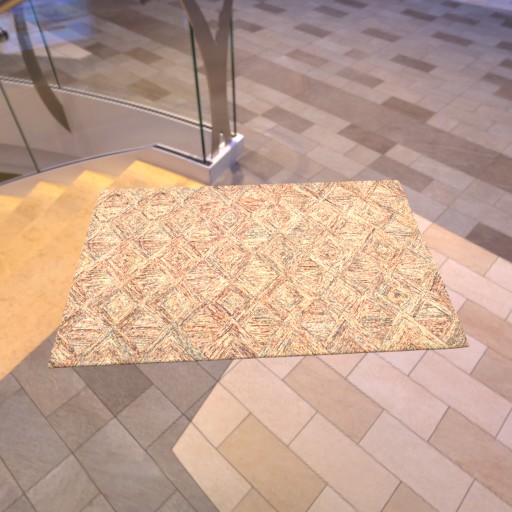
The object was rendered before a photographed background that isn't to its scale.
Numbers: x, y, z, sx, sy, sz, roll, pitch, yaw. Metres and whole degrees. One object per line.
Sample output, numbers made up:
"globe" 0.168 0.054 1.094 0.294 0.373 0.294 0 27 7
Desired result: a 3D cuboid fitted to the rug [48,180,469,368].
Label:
"rug" 0.000 0.000 2.218 1.761 0.014 1.143 -2 47 -2
